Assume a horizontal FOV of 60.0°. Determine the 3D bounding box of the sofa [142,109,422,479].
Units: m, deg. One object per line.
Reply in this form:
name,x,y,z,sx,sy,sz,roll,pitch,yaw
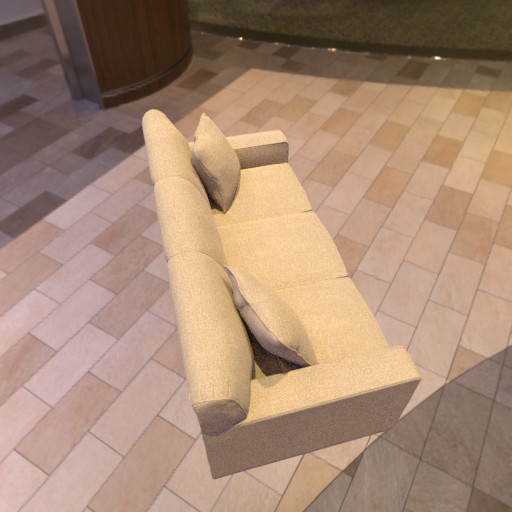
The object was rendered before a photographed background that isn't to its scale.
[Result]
sofa,0.000,0.000,2.559,0.997,0.958,2.024,-11,48,-10
